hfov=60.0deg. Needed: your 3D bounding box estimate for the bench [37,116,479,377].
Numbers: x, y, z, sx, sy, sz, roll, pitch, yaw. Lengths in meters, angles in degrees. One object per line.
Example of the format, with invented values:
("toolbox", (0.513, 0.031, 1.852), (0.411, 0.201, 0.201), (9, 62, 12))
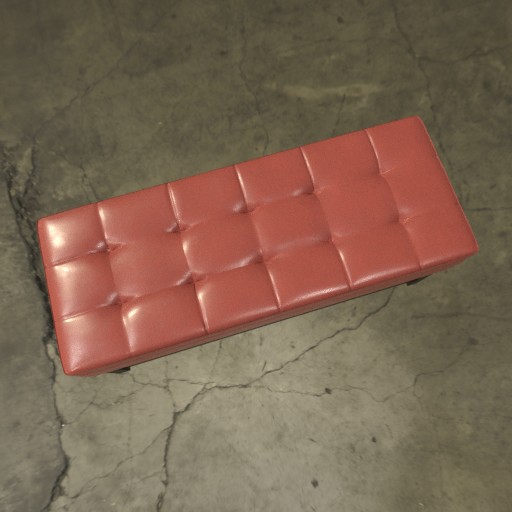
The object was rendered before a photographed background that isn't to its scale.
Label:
("bench", (0.000, 0.000, 1.365), (1.105, 0.460, 0.432), (-16, 75, -4))
